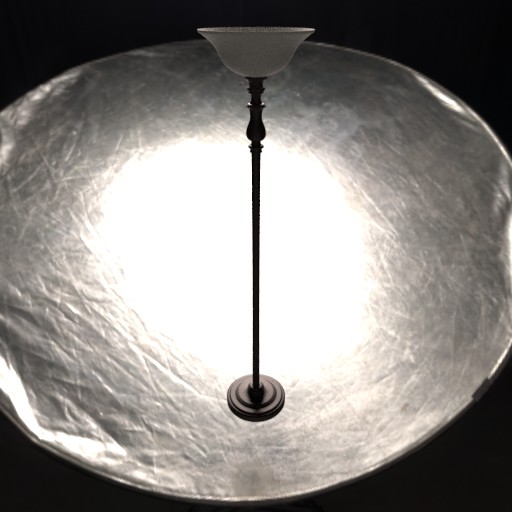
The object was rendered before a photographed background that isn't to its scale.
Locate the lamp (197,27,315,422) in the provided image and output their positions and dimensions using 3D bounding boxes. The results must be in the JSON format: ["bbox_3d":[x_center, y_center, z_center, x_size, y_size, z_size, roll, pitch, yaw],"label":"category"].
[{"bbox_3d":[0.000,0.000,1.971,0.405,1.797,0.405,-2,29,-3],"label":"lamp"}]
